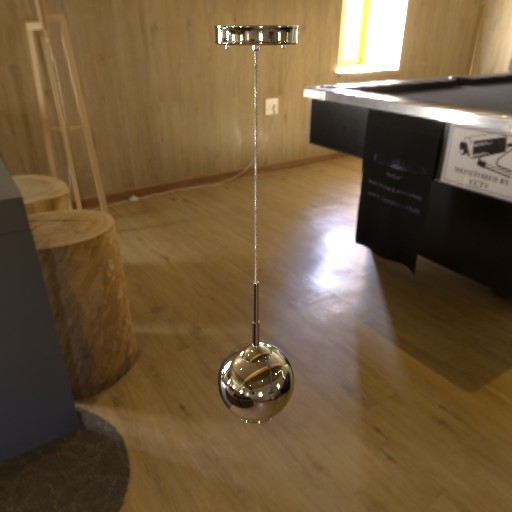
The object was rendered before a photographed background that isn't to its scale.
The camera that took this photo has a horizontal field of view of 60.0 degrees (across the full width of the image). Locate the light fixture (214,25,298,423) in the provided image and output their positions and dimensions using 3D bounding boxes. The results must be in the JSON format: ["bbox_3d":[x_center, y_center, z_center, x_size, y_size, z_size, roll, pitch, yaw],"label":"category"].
[{"bbox_3d":[0.000,0.000,1.668,0.336,1.538,0.336,-8,28,-16],"label":"light fixture"}]
